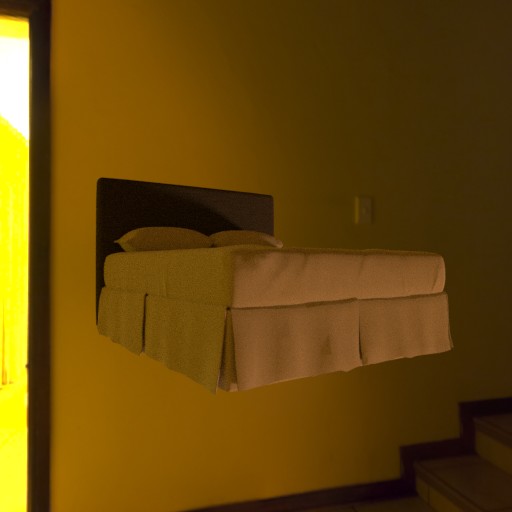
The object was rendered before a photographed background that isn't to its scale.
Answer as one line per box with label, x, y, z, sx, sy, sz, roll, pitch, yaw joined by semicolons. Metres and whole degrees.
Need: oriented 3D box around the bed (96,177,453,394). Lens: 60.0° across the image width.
bed;0.000;0.000;3.359;1.884;1.330;2.142;0;-1;-35
